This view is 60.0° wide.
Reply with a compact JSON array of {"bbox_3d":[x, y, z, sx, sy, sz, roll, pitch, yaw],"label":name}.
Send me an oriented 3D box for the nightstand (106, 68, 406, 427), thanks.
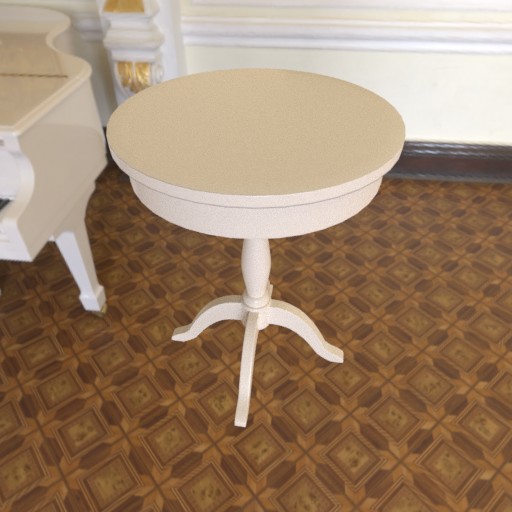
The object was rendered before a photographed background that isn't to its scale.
[{"bbox_3d":[0.000,0.000,0.994,0.513,0.653,0.513,12,42,14],"label":"nightstand"}]
